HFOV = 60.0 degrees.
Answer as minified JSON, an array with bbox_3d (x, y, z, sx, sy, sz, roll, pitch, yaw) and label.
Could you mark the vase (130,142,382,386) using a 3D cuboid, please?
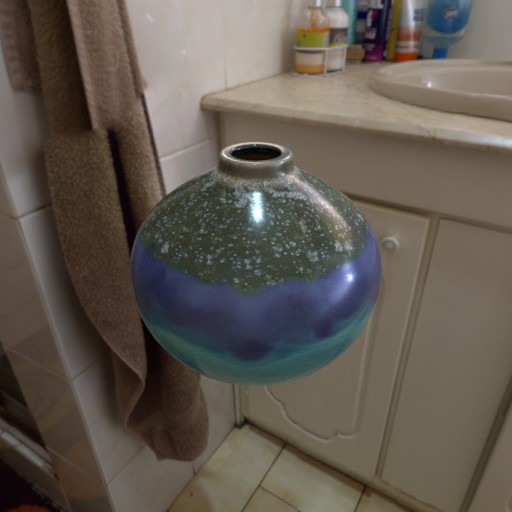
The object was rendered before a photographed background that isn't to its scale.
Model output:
[{"bbox_3d":[0.000,0.000,0.277,0.154,0.133,0.154,0,31,0],"label":"vase"}]
